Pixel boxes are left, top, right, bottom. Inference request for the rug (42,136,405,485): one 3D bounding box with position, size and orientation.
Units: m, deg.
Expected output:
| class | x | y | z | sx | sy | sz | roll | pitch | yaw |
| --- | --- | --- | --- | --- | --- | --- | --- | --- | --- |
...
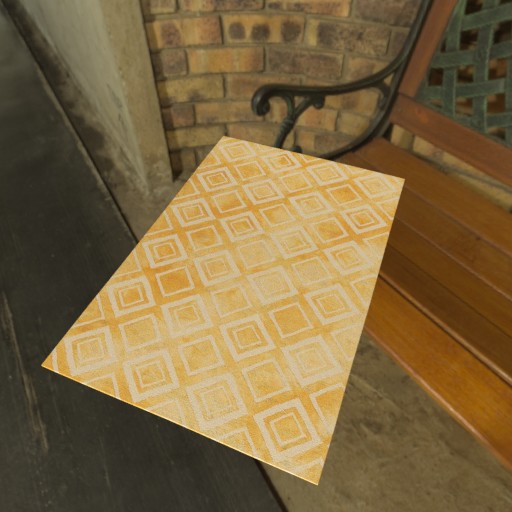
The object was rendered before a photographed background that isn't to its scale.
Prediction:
| class | x | y | z | sx | sy | sz | roll | pitch | yaw |
| --- | --- | --- | --- | --- | --- | --- | --- | --- | --- |
| rug | 0.000 | 0.000 | 2.269 | 1.213 | 0.010 | 1.829 | 17 | 51 | 14 |
